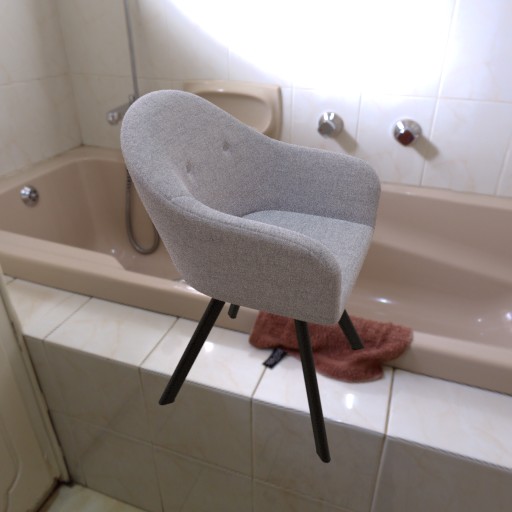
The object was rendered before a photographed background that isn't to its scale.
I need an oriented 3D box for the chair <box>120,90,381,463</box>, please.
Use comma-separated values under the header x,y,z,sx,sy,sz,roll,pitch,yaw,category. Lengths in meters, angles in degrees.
x,y,z,sx,sy,sz,roll,pitch,yaw,category
0.000,0.000,1.148,0.570,0.780,0.540,11,31,19,chair
